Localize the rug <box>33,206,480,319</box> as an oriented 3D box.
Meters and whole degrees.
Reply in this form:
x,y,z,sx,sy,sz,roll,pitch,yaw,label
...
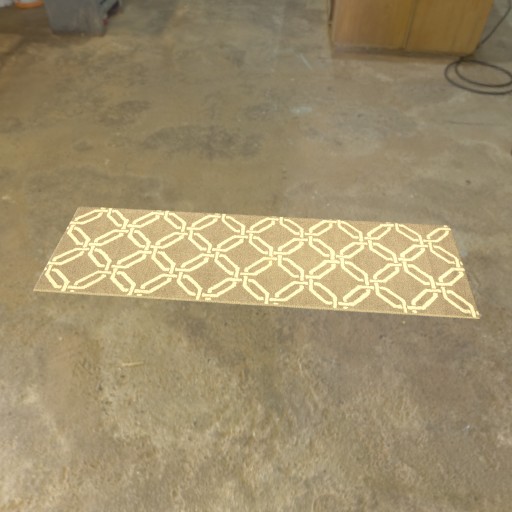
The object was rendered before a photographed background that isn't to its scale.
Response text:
x,y,z,sx,sy,sz,roll,pitch,yaw,label
0.000,0.000,2.479,2.276,0.014,0.678,3,46,3,rug
